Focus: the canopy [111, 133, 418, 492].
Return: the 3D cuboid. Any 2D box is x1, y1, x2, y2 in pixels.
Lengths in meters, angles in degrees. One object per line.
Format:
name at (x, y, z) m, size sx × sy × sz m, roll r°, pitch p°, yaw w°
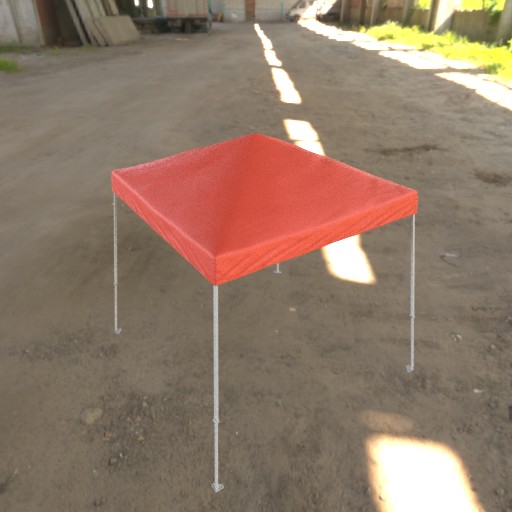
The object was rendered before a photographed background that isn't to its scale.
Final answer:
canopy at (0.000, 0.000, 5.167) m, size 2.850 × 2.850 × 2.849 m, roll -19°, pitch 35°, yaw -29°
